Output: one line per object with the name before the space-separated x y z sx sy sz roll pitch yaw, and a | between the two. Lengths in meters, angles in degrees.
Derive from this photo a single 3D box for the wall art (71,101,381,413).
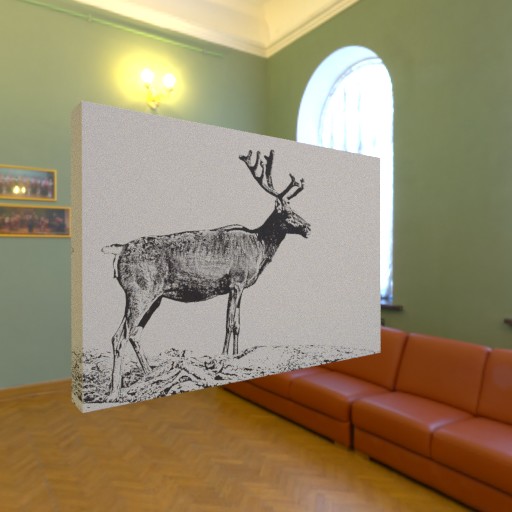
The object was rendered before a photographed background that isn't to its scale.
wall art | 0.000 0.000 0.493 0.381 0.259 0.038 0 1 -35
